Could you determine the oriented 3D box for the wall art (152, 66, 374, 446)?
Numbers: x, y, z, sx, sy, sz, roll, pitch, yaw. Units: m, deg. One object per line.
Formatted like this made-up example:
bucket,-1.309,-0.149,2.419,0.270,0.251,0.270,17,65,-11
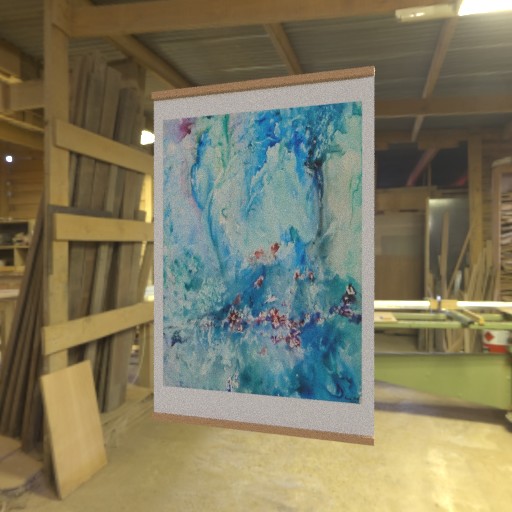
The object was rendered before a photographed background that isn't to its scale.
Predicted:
wall art,0.000,0.000,1.922,0.991,1.510,0.040,0,0,17
